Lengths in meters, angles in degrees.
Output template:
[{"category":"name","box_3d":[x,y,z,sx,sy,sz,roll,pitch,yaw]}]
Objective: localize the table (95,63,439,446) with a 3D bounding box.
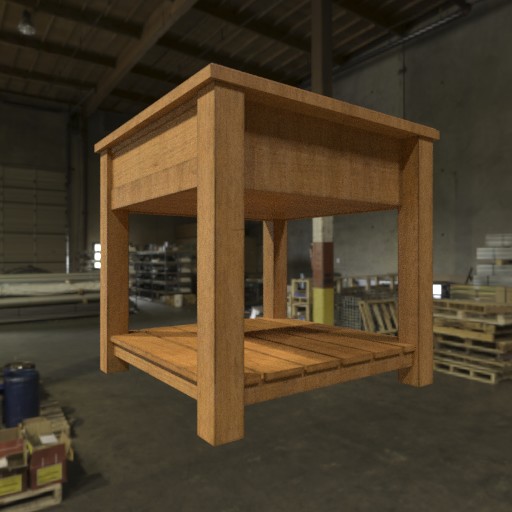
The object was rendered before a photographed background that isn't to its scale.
[{"category":"table","box_3d":[0.000,0.000,1.102,0.616,0.593,0.612,0,0,-36]}]
